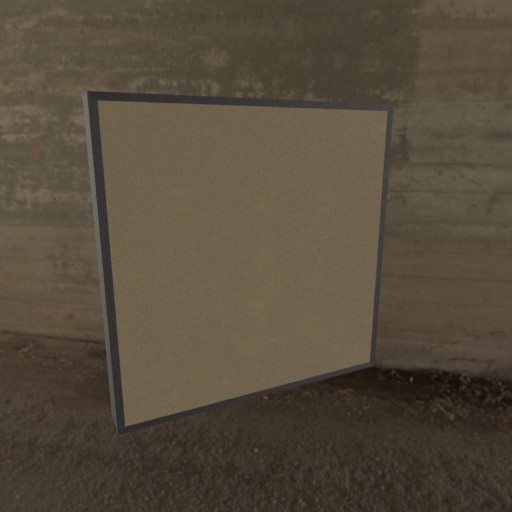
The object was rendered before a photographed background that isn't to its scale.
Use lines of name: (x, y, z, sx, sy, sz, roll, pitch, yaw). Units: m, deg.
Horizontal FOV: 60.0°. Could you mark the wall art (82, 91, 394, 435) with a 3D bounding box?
wall art: (0.000, 0.000, 0.452, 0.302, 0.300, 0.036, -7, 16, -25)
